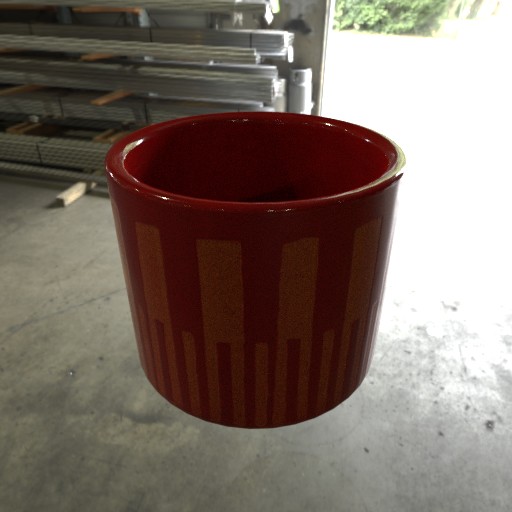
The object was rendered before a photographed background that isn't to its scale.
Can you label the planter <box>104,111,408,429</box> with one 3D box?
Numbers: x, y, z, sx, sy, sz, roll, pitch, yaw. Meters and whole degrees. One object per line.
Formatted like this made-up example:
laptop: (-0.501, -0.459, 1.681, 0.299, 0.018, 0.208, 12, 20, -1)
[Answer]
planter: (0.000, 0.000, 0.398, 0.230, 0.202, 0.230, 0, 31, 0)
